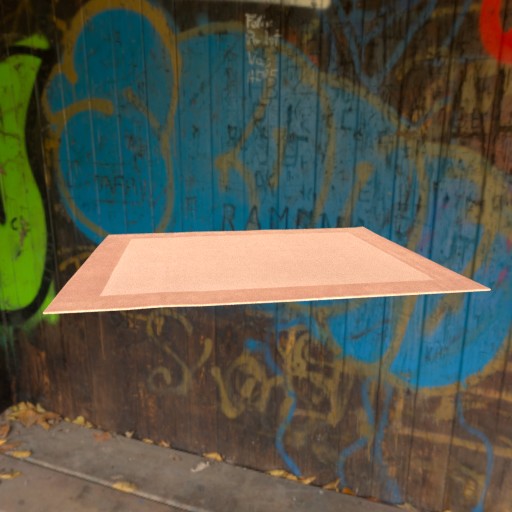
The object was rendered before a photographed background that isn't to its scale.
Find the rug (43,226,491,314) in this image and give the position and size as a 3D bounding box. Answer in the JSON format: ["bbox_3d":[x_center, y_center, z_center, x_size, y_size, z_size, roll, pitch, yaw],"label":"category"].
[{"bbox_3d":[0.000,0.000,4.125,3.057,0.021,2.431,-2,15,-8],"label":"rug"}]
